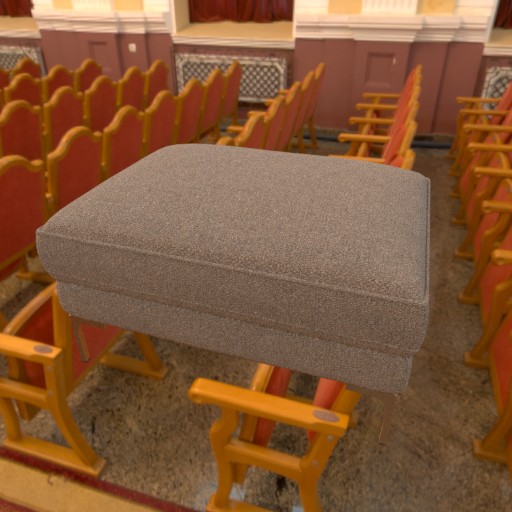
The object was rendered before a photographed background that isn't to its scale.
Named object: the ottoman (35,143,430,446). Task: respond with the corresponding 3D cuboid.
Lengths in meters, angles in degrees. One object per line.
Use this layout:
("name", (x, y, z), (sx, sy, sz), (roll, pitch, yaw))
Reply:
("ottoman", (0.000, 0.000, 1.115), (0.785, 0.464, 0.583), (10, 33, 16))
